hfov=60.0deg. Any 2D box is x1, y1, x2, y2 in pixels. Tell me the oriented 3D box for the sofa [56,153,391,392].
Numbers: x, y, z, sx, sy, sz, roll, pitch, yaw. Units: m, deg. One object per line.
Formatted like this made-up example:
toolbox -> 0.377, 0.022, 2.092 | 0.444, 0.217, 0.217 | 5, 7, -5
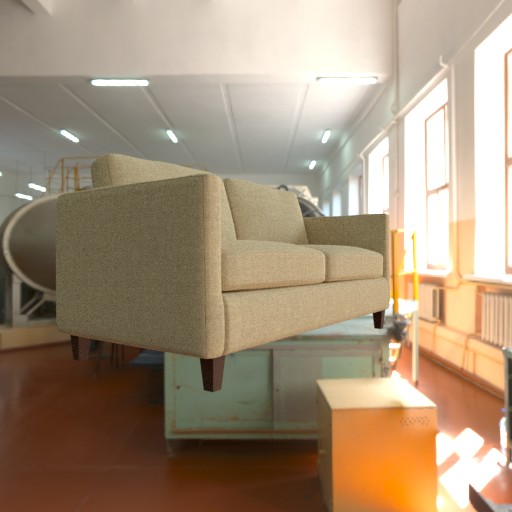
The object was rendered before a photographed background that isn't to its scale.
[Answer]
sofa -> 0.000, 0.000, 2.504 | 0.950, 0.963, 1.884 | 0, 0, 36
